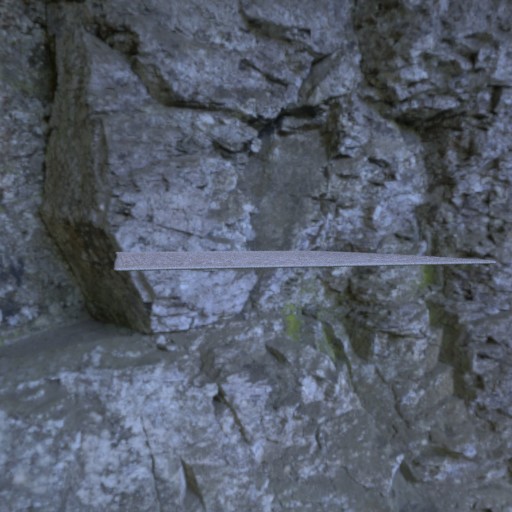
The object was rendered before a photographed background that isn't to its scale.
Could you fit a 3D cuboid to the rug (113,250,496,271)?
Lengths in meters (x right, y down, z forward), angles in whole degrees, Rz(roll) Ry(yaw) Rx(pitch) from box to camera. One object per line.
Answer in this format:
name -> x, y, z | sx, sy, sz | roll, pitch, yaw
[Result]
rug -> 0.000, 0.000, 4.065 | 2.472, 0.035, 3.017 | -1, 2, -17
